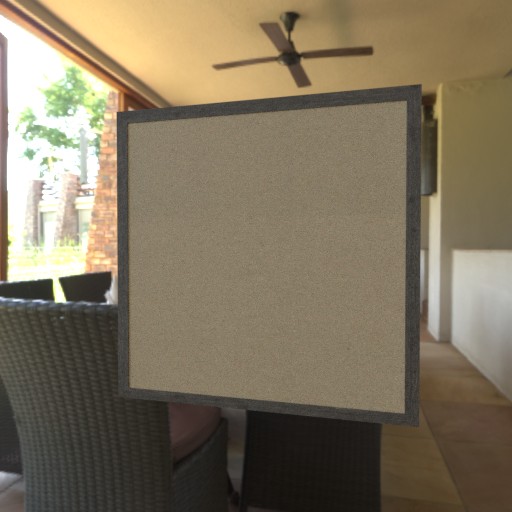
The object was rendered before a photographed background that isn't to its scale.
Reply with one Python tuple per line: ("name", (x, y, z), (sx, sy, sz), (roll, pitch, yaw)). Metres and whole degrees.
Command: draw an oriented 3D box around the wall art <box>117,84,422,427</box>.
("wall art", (0.000, 0.000, 0.656), (0.457, 0.457, 0.013), (0, 1, 15))
